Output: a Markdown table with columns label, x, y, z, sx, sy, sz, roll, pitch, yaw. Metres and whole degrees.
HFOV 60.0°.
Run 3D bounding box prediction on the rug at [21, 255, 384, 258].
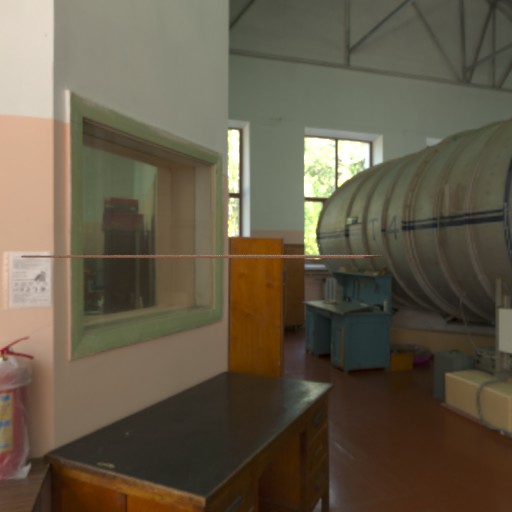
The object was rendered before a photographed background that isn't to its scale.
| label | x | y | z | sx | sy | sz | roll | pitch | yaw |
| --- | --- | --- | --- | --- | --- | --- | --- | --- | --- |
| rug | 0.000 | 0.000 | 2.295 | 1.219 | 0.008 | 1.829 | 0 | 0 | 18 |
